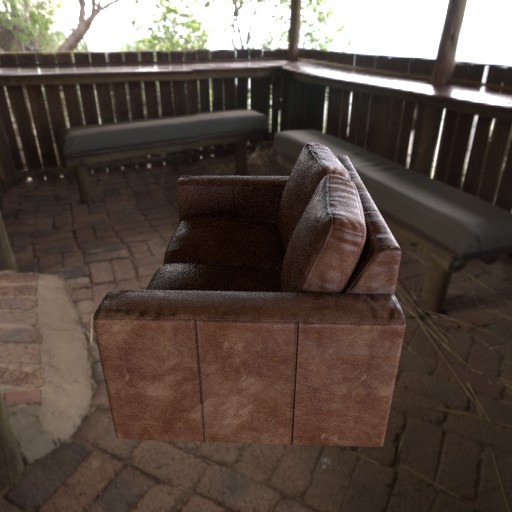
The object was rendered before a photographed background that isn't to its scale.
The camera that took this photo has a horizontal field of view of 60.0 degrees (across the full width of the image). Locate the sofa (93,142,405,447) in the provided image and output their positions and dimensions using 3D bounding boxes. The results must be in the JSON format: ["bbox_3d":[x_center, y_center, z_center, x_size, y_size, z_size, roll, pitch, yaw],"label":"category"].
[{"bbox_3d":[0.000,0.000,2.239,1.041,0.889,1.626,1,27,2],"label":"sofa"}]
